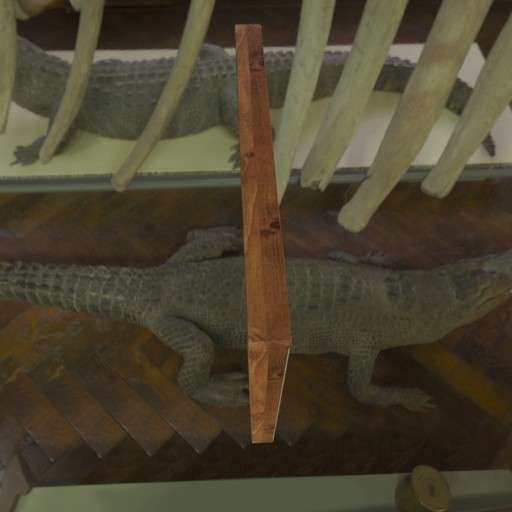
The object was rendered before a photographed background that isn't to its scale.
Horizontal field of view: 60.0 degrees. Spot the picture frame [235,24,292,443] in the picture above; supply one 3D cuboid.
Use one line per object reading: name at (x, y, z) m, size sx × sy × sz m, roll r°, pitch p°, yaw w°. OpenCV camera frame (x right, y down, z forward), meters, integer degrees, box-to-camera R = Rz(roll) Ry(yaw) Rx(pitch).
picture frame at (0.000, 0.000, 0.522) m, size 0.028 × 0.356 × 0.352 m, roll -2°, pitch 58°, yaw -1°
